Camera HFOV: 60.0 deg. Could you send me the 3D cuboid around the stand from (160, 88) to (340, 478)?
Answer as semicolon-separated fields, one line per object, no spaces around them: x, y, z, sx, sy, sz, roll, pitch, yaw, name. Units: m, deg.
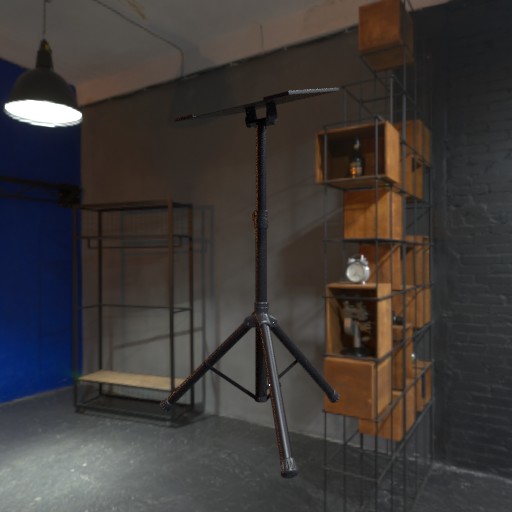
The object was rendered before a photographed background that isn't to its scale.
0.000;0.000;1.640;0.702;1.198;0.702;0;0;34;stand
